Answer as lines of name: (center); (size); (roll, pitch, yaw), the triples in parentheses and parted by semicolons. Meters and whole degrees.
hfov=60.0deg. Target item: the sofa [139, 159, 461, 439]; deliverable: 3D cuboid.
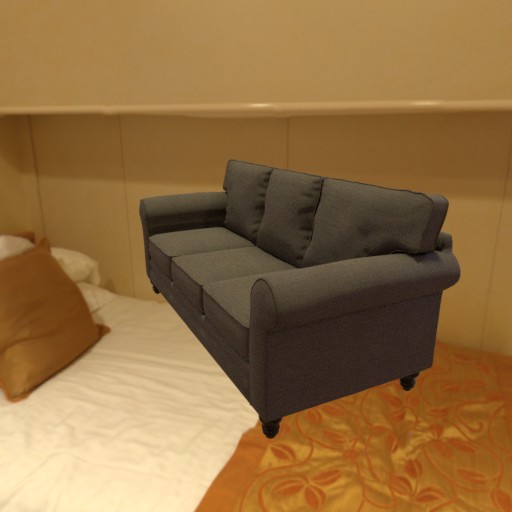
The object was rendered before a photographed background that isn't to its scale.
sofa: (0.000, 0.000, 2.591); (0.909, 0.966, 2.084); (-8, 19, -25)
